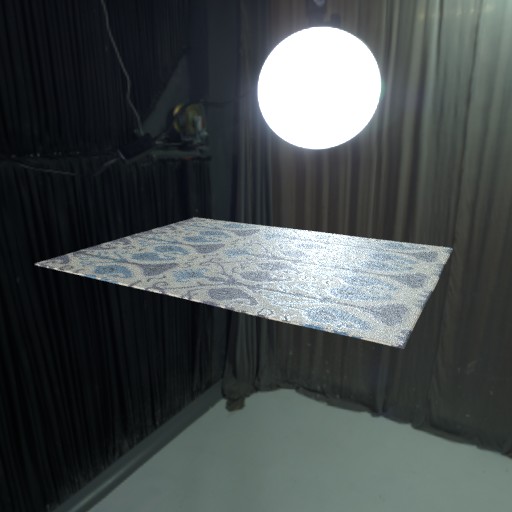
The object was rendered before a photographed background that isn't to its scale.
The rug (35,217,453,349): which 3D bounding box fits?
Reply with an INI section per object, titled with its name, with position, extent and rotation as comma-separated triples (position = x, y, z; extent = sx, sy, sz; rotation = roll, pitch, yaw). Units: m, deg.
[rug]
position = 0.000, 0.000, 2.955
extent = 2.261, 0.013, 1.676
rotation = 9, 19, 28
